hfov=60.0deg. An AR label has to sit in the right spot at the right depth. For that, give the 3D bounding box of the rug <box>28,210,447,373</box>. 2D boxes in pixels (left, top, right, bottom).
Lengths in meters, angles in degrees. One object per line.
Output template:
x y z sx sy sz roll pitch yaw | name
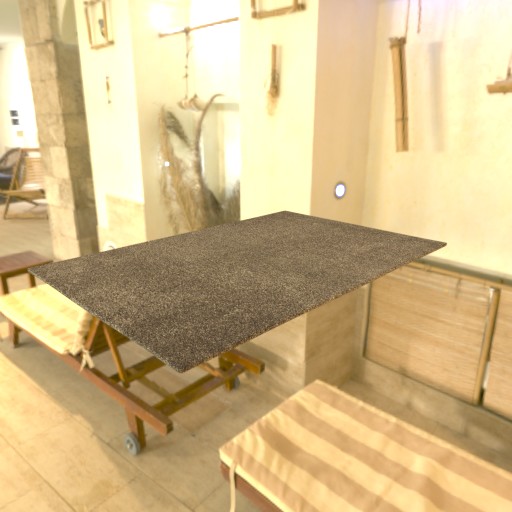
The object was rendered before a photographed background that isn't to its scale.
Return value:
0.000 0.000 3.384 2.699 0.026 1.802 -17 25 -42 | rug
